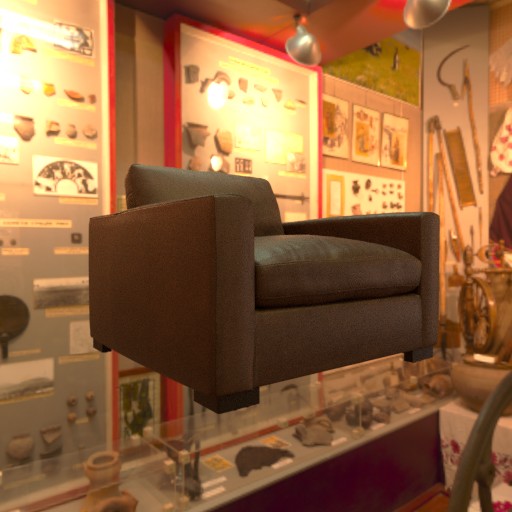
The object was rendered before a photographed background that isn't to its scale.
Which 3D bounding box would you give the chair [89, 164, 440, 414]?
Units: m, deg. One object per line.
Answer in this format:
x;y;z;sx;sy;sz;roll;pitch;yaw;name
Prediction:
0.000;0.000;1.834;1.100;0.812;1.069;-1;1;-37;chair
